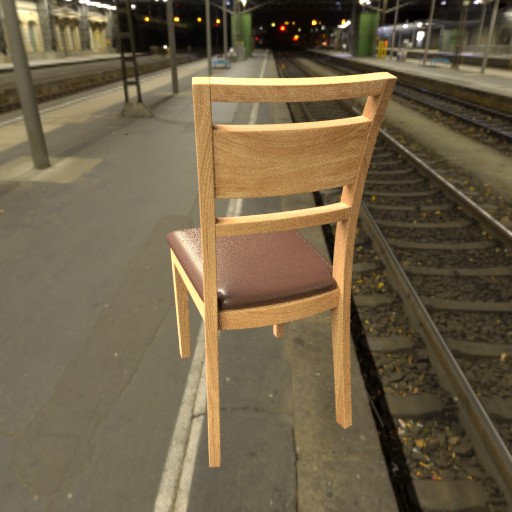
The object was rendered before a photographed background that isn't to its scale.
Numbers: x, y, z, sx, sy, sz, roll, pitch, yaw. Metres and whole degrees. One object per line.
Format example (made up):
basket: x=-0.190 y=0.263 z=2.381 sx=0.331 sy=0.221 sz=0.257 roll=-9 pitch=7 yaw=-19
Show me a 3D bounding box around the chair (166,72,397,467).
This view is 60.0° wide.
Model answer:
chair: x=0.000 y=0.000 z=1.203 sx=0.420 sy=0.940 sz=0.545 roll=-9 pitch=27 yaw=-18
